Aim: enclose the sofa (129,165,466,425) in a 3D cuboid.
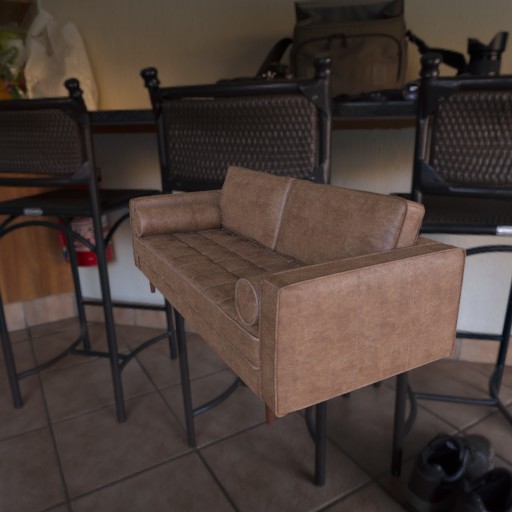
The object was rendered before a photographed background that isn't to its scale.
[{"bbox_3d":[0.000,0.000,2.416,0.924,0.825,1.920,-9,19,-28],"label":"sofa"}]
